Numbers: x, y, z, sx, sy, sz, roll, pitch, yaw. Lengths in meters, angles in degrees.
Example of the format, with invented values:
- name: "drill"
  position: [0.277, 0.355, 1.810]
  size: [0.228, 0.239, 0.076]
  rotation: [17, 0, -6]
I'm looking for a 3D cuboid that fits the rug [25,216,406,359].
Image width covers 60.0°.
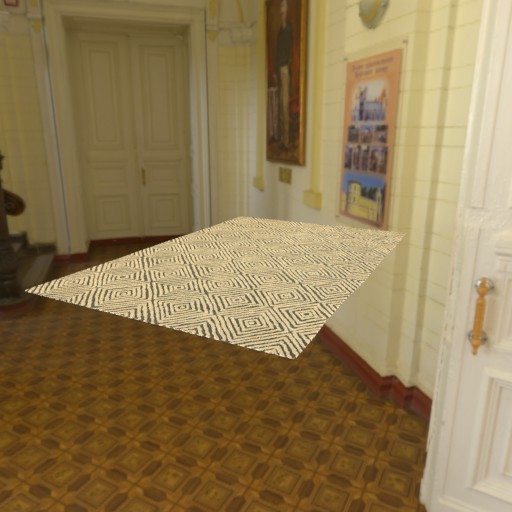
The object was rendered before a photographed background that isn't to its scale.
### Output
- name: "rug"
  position: [0.000, 0.000, 2.253]
  size: [1.177, 0.004, 1.750]
  rotation: [8, 18, 27]
